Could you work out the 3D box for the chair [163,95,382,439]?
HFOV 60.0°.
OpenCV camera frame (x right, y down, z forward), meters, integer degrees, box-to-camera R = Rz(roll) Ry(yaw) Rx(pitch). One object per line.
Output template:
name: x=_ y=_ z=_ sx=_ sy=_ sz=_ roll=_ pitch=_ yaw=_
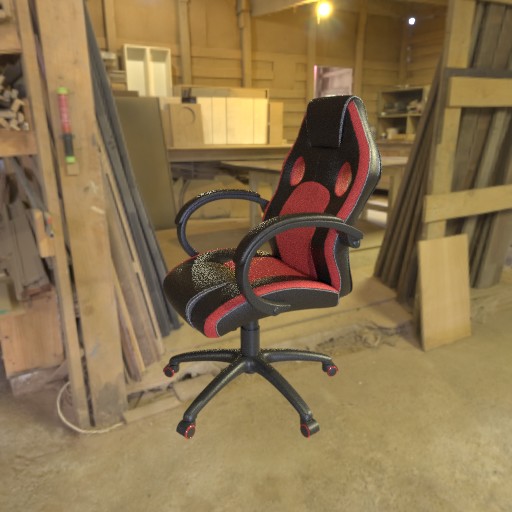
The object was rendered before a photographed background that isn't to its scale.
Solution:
chair: x=0.000 y=0.000 z=1.720 sx=0.783 sy=1.189 sz=0.750 roll=-8 pitch=19 yaw=-26
